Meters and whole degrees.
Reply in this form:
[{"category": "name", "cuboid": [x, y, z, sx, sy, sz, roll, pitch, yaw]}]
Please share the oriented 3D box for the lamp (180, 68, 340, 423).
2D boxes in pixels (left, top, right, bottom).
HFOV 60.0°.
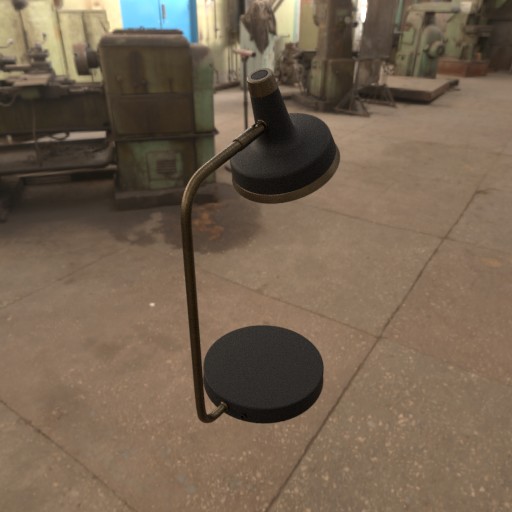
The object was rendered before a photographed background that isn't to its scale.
[{"category": "lamp", "cuboid": [0.000, 0.000, 0.495, 0.162, 0.385, 0.218, 20, 35, 31]}]
